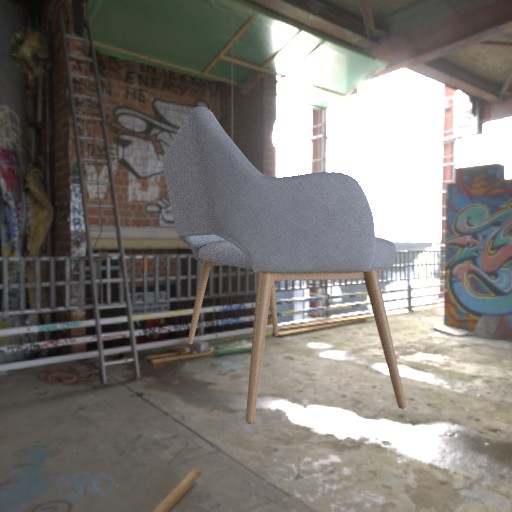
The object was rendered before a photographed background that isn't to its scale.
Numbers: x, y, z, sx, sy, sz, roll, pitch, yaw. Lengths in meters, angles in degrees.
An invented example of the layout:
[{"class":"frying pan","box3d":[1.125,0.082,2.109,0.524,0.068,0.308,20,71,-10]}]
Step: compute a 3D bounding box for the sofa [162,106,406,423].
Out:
[{"class":"sofa","box3d":[0.000,0.000,1.644,0.610,0.840,1.150,-1,2,-18]}]
